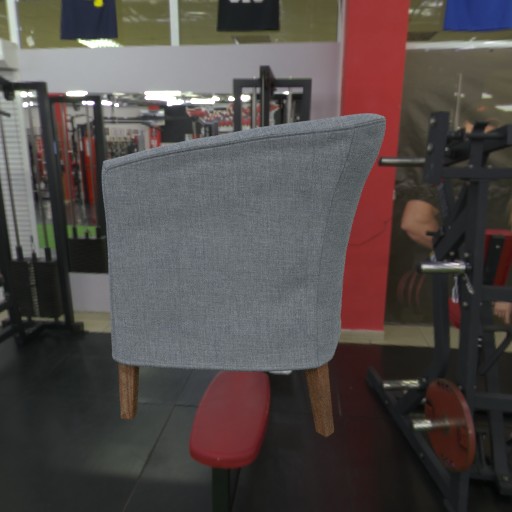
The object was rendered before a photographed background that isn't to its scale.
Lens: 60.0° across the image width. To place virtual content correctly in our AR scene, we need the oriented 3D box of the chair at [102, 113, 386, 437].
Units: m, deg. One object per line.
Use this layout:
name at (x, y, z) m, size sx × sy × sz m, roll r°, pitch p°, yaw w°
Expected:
chair at (0.000, 0.000, 1.288) m, size 0.668 × 0.771 × 0.600 m, roll 2°, pitch 14°, yaw 8°
